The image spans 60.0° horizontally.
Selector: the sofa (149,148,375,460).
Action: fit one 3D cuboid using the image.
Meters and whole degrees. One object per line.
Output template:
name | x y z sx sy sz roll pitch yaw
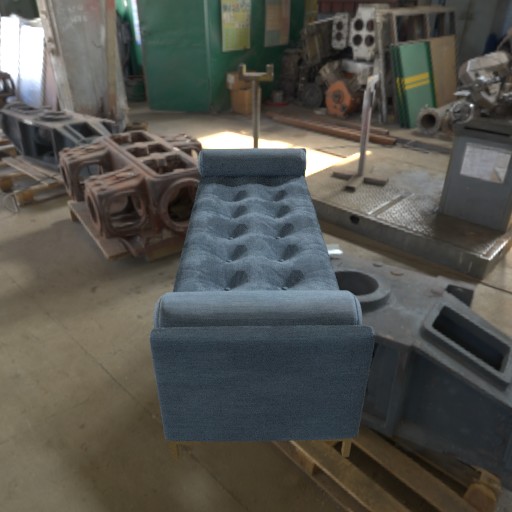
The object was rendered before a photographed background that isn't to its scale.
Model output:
sofa | 0.000 0.000 2.527 0.796 0.705 2.102 -1 31 -1
